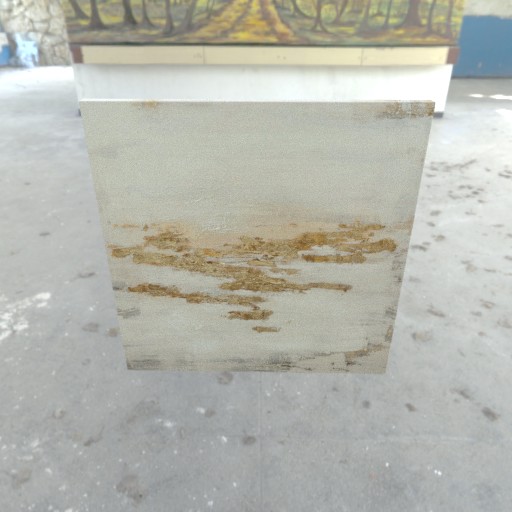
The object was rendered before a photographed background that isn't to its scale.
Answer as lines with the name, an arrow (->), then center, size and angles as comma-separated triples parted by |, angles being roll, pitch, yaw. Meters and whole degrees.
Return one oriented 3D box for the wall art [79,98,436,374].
wall art -> 0.000, 0.000, 1.517 | 1.015, 1.018, 0.040 | 1, 29, 1
